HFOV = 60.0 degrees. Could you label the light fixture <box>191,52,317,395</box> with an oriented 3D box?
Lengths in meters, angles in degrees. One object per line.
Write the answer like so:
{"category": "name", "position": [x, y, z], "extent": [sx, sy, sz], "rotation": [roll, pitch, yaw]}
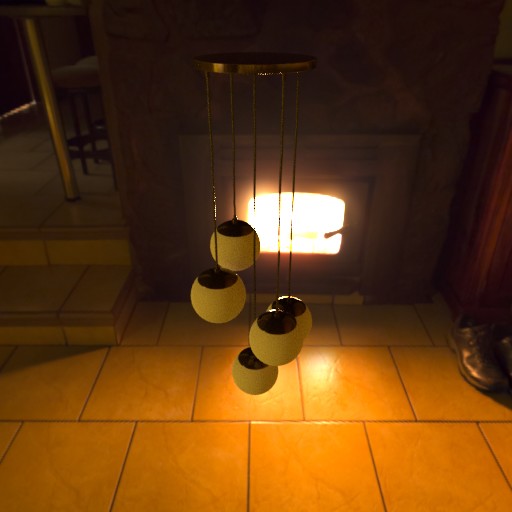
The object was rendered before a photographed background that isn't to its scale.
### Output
{"category": "light fixture", "position": [0.000, 0.000, 1.549], "extent": [0.484, 1.271, 0.489], "rotation": [-10, 31, -17]}
